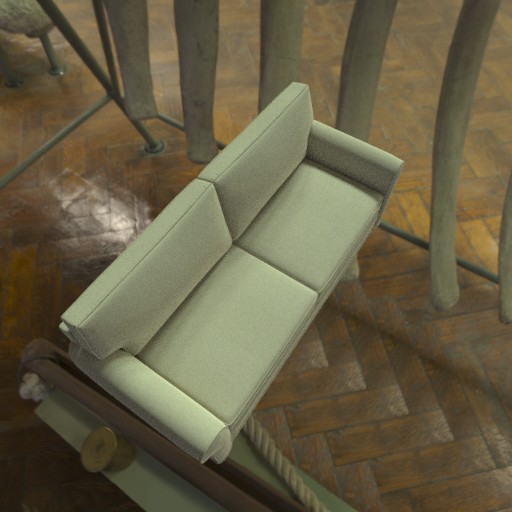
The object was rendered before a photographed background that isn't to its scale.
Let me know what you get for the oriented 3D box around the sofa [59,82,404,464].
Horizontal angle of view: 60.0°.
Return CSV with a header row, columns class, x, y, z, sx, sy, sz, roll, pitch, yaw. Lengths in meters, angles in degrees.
class,x,y,z,sx,sy,sz,roll,pitch,yaw
sofa,0.000,0.000,2.618,0.901,0.962,2.146,30,63,17
